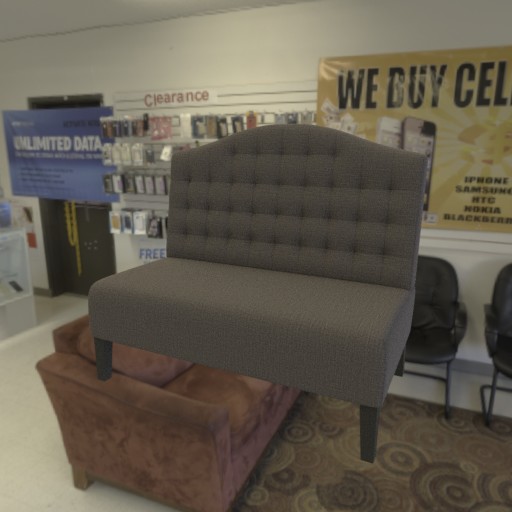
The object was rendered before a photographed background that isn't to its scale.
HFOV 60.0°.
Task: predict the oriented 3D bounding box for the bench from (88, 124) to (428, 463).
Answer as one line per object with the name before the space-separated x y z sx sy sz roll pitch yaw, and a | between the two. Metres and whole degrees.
bench | 0.000 0.000 2.018 1.335 1.180 0.815 7 16 25
